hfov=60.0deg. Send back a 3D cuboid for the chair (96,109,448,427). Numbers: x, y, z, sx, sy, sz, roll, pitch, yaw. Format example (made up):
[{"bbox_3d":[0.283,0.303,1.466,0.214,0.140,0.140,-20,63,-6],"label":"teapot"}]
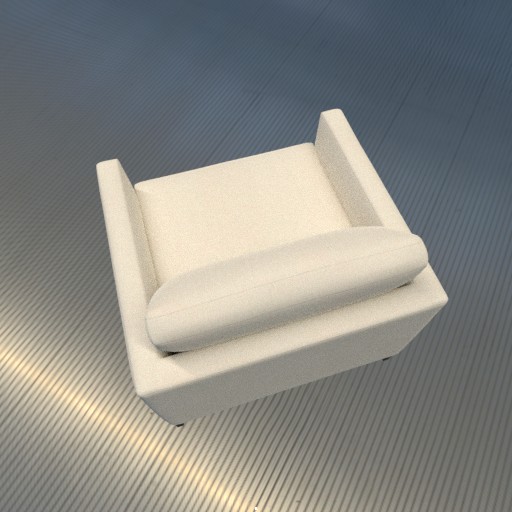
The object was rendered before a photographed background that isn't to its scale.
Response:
[{"bbox_3d":[0.000,0.000,1.627,0.964,0.806,0.875,-15,61,-8],"label":"chair"}]
